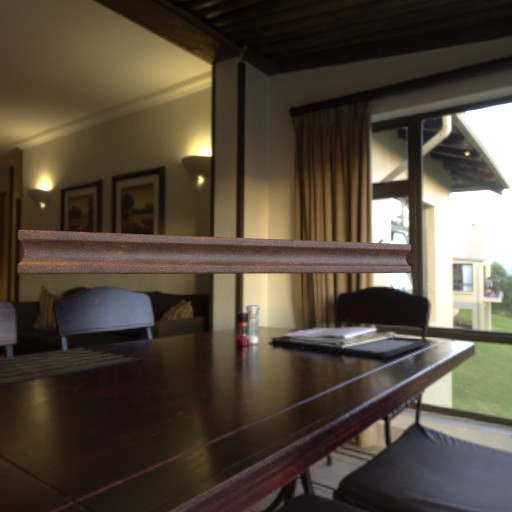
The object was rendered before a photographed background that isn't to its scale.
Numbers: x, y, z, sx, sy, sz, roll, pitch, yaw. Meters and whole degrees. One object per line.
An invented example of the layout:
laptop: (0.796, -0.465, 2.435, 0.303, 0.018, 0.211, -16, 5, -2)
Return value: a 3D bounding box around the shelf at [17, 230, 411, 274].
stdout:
shelf: (0.000, 0.000, 0.441, 0.296, 0.035, 0.296, -1, -2, 18)
